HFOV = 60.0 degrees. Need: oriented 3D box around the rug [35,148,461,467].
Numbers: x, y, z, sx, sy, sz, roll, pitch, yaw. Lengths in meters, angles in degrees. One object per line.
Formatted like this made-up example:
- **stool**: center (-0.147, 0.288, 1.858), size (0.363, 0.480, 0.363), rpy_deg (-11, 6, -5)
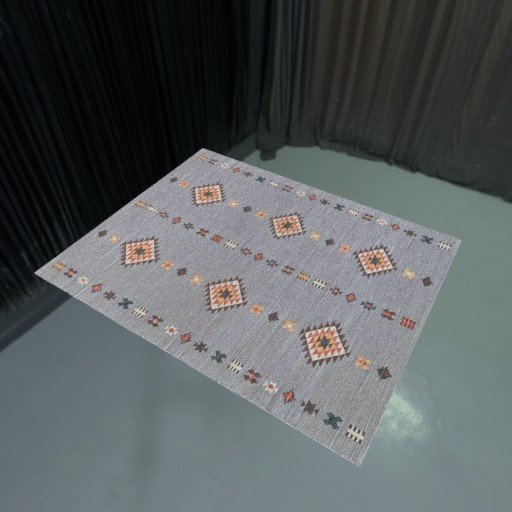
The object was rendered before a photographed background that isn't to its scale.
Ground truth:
- **rug**: center (0.000, 0.000, 4.012), size (3.035, 0.008, 2.425), rpy_deg (24, 49, 22)
